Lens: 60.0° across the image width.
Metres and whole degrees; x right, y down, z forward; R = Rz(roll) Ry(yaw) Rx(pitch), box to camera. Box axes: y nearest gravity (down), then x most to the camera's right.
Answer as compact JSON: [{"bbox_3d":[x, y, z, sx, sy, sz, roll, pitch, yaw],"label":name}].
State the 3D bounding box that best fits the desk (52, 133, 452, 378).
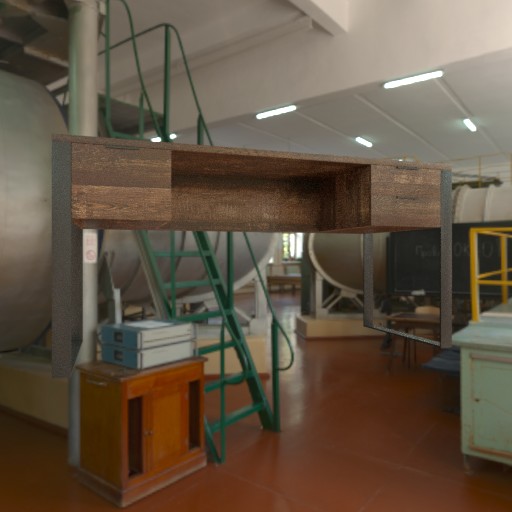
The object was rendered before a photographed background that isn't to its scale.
[{"bbox_3d":[0.000,0.000,1.892,1.524,0.762,0.599,0,0,-18],"label":"desk"}]
